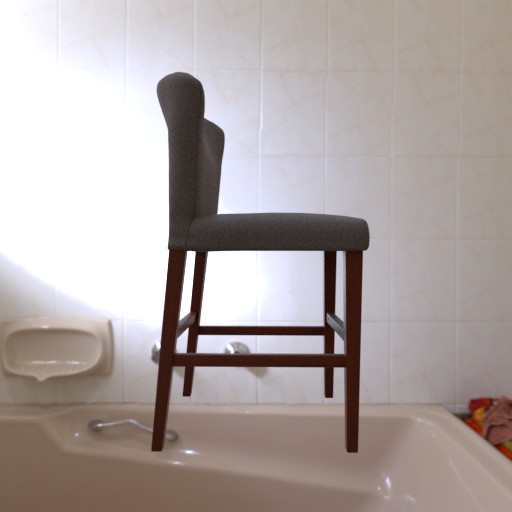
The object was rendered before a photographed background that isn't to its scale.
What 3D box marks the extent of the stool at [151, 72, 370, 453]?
[{"bbox_3d":[0.000,0.000,1.310,0.568,0.968,0.481,0,1,1],"label":"stool"}]
